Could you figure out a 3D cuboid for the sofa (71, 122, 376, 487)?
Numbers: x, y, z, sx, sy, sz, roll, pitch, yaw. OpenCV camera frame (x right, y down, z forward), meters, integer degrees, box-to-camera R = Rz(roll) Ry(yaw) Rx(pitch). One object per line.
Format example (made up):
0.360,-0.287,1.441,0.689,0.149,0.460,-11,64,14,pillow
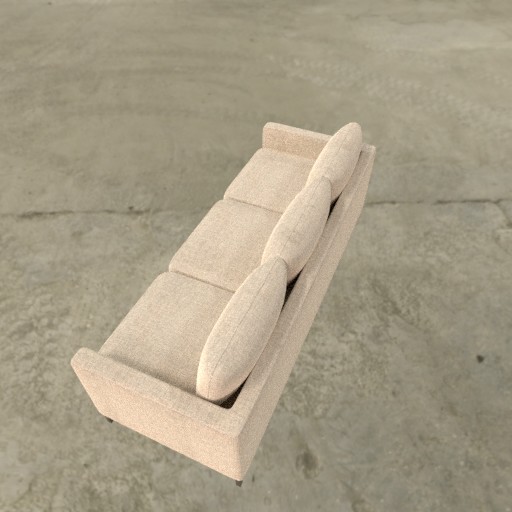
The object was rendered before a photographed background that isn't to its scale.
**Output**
0.000,0.000,2.673,0.859,0.874,2.218,18,49,16,sofa
